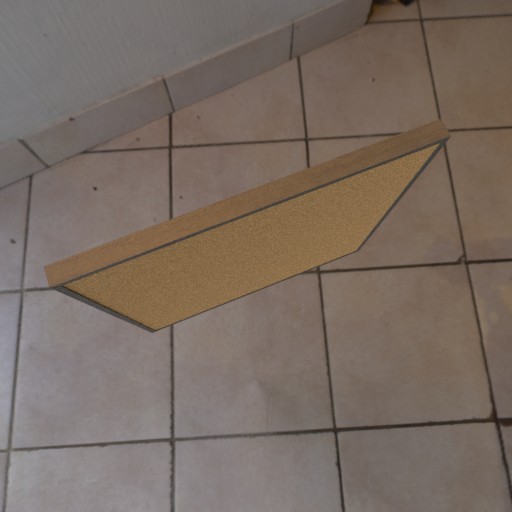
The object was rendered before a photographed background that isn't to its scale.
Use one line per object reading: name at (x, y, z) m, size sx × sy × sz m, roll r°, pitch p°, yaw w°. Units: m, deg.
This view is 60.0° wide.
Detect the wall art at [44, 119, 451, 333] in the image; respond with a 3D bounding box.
wall art at (0.000, 0.000, 1.147) m, size 0.758 × 0.758 × 0.039 m, roll -21°, pitch 76°, yaw -6°
